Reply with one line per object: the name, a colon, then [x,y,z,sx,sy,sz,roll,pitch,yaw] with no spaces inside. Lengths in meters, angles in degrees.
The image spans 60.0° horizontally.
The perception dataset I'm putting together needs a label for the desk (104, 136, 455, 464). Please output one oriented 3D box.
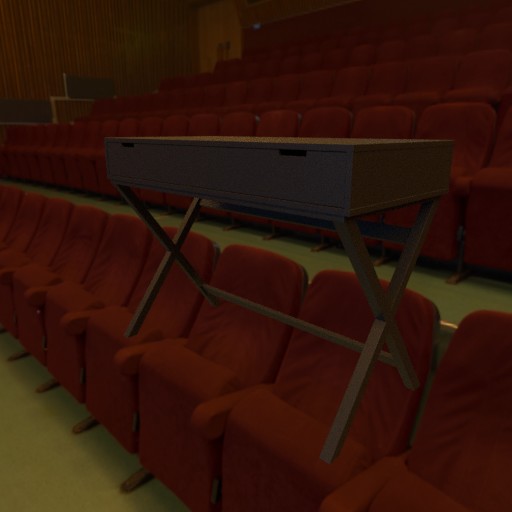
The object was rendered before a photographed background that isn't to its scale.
desk: [0.000,0.000,1.526,1.057,0.780,0.504,15,22,43]
